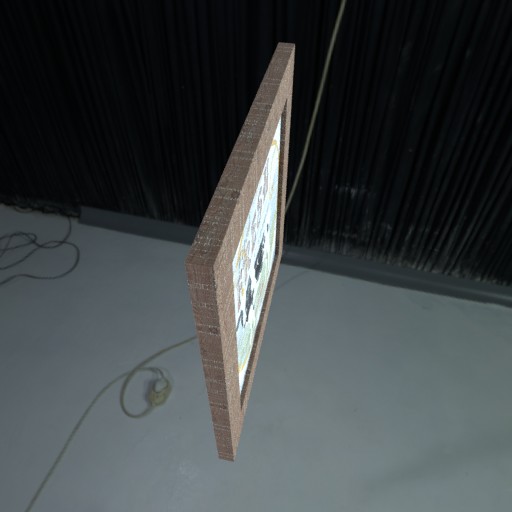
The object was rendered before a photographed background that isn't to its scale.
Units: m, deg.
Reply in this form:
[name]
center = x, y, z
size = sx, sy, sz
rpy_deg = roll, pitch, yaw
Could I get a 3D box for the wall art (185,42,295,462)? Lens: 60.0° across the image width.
[wall art]
center = 0.000, 0.000, 0.789
size = 0.029, 0.531, 0.531
rpy_deg = 9, 48, 8
